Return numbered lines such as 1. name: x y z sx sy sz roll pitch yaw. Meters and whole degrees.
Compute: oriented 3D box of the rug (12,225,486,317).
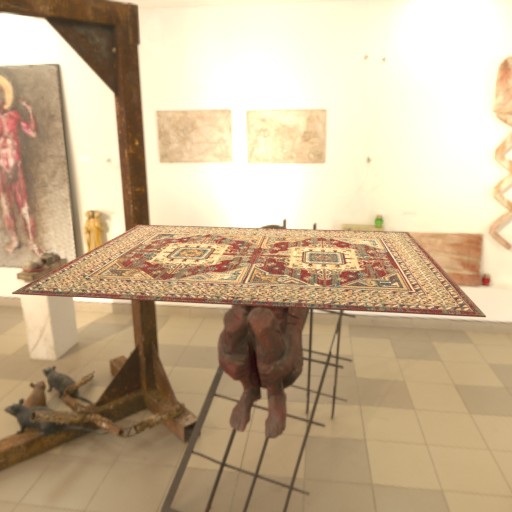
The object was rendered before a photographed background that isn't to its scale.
1. rug: 0.000 0.000 4.094 3.197 0.013 2.381 2 16 7
